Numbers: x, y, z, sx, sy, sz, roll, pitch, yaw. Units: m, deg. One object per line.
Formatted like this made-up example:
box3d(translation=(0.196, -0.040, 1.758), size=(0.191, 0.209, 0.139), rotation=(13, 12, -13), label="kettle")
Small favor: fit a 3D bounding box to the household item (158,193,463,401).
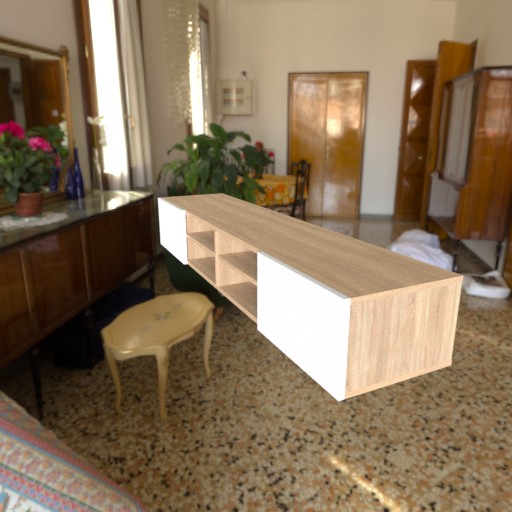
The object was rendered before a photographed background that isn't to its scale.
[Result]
box3d(translation=(0.000, 0.000, 2.024), size=(0.420, 0.310, 1.850), rotation=(-8, 18, -25), label="household item")
